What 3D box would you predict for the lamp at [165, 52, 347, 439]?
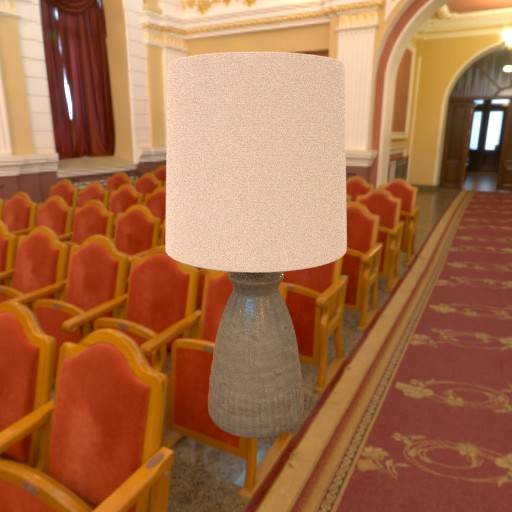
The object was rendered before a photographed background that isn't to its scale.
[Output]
[{"bbox_3d":[0.000,0.000,0.467,0.186,0.369,0.186,0,15,0],"label":"lamp"}]
